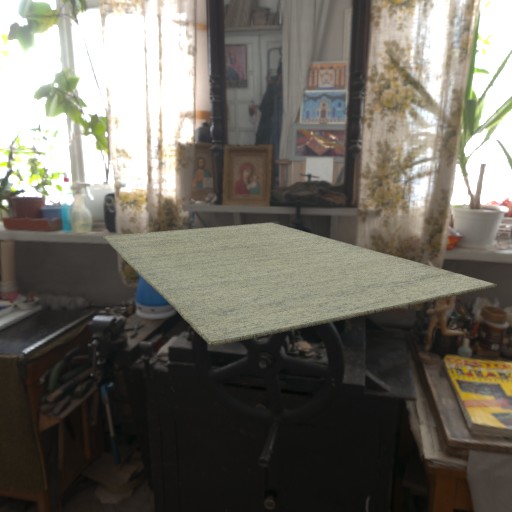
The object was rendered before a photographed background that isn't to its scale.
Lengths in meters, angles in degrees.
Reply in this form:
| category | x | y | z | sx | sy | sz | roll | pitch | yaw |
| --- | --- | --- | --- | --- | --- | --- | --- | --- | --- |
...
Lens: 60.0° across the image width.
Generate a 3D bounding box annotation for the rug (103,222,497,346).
| category | x | y | z | sx | sy | sz | roll | pitch | yaw |
| --- | --- | --- | --- | --- | --- | --- | --- | --- | --- |
| rug | 0.000 | 0.000 | 2.293 | 1.243 | 0.014 | 1.846 | -7 | 15 | -27 |
